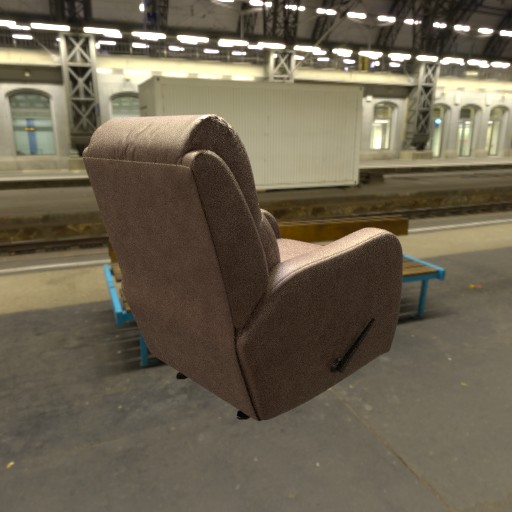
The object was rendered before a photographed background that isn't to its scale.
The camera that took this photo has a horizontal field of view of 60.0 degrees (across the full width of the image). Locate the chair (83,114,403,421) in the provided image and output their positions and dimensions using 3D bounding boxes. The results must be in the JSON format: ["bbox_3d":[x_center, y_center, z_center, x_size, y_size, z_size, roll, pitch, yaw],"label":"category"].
[{"bbox_3d":[0.000,0.000,1.796,1.067,1.067,0.865,-15,21,-42],"label":"chair"}]
